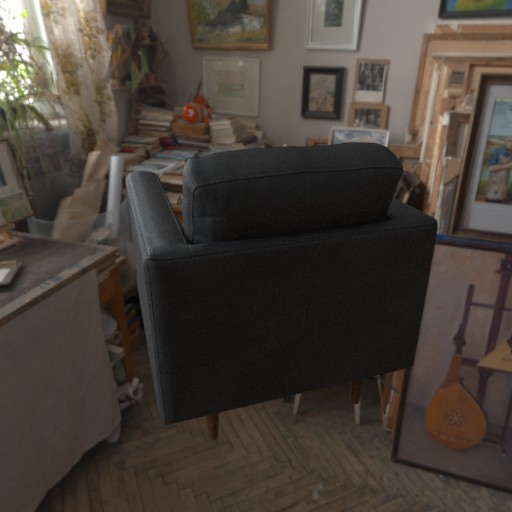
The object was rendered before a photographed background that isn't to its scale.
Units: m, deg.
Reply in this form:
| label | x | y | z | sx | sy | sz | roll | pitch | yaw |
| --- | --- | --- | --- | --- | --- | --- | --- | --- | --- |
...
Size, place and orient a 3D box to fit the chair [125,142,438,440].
| label | x | y | z | sx | sy | sz | roll | pitch | yaw |
| --- | --- | --- | --- | --- | --- | --- | --- | --- | --- |
| chair | 0.000 | 0.000 | 1.595 | 0.831 | 0.898 | 0.879 | -8 | 26 | -16 |
